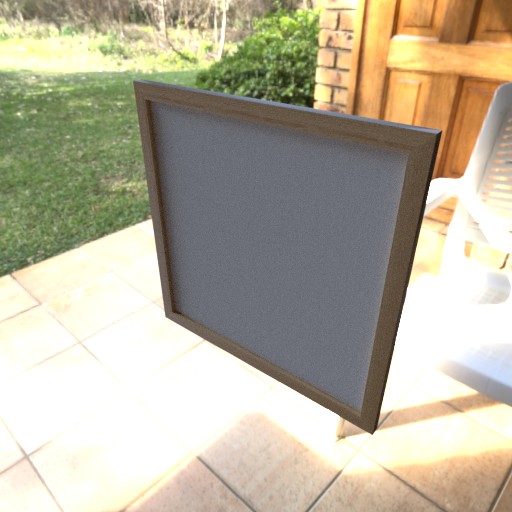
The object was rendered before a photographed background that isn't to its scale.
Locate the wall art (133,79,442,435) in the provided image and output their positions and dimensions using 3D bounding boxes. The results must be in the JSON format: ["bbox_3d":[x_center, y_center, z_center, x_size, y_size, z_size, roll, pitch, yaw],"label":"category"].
[{"bbox_3d":[0.000,0.000,1.124,0.762,0.762,0.027,22,38,31],"label":"wall art"}]
